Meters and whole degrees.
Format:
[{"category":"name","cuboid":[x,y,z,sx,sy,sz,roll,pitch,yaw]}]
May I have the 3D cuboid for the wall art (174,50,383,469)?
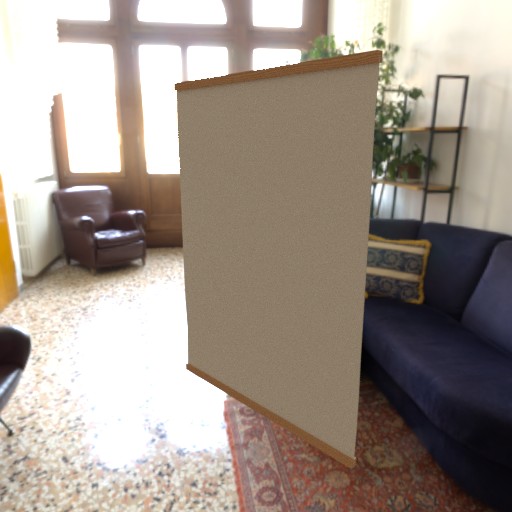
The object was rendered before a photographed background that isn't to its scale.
[{"category":"wall art","cuboid":[0.000,0.000,1.302,0.020,1.016,0.739,-14,20,-43]}]
